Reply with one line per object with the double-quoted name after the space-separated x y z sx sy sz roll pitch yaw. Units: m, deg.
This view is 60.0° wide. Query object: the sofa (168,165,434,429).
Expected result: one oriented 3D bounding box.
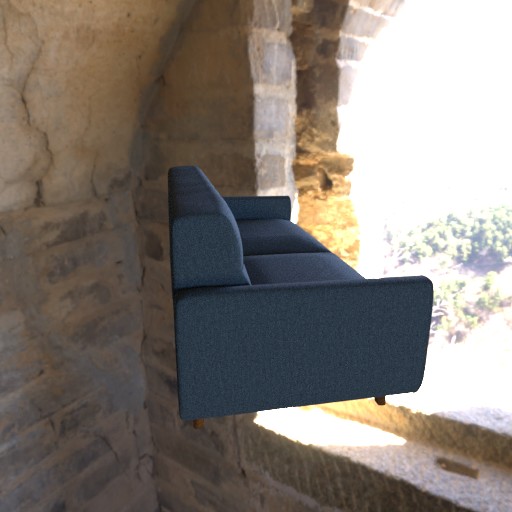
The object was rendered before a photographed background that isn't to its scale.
0.000 0.000 2.501 0.942 0.884 2.055 -3 17 -11 "sofa"
